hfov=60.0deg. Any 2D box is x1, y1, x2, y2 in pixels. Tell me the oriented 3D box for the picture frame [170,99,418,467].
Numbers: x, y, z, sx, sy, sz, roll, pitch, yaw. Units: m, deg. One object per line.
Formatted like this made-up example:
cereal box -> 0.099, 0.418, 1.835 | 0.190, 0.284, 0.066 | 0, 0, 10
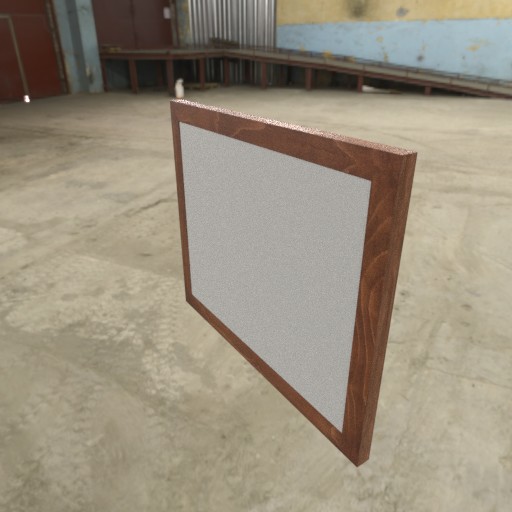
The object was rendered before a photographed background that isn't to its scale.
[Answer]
picture frame -> 0.000, 0.000, 0.762 | 0.025, 0.457, 0.559 | -17, 30, -31
